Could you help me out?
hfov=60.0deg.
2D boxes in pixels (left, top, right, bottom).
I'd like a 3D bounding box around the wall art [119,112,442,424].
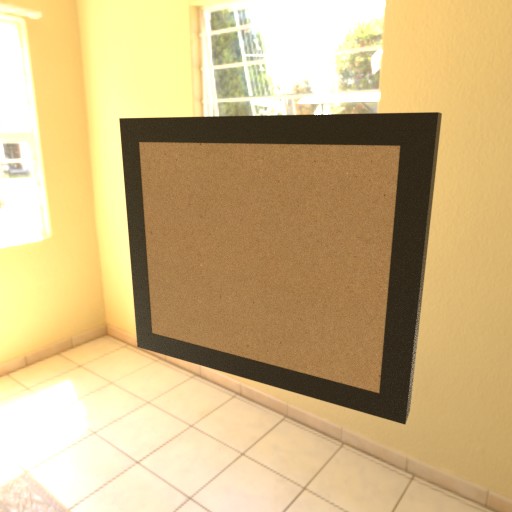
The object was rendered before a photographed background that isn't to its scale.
[{"bbox_3d":[0.000,0.000,0.533,0.381,0.321,0.028,8,18,27],"label":"wall art"}]
